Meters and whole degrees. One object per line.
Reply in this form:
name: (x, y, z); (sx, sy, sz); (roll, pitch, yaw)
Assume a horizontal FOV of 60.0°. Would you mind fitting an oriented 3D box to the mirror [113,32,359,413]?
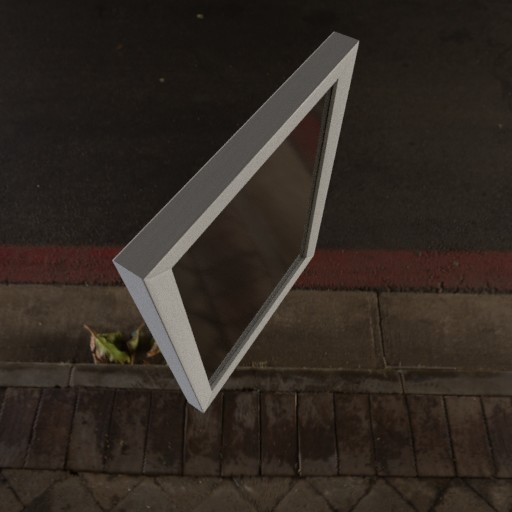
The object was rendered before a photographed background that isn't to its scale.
mirror: (0.000, 0.000, 0.684); (0.041, 0.508, 0.405); (29, 63, 17)
